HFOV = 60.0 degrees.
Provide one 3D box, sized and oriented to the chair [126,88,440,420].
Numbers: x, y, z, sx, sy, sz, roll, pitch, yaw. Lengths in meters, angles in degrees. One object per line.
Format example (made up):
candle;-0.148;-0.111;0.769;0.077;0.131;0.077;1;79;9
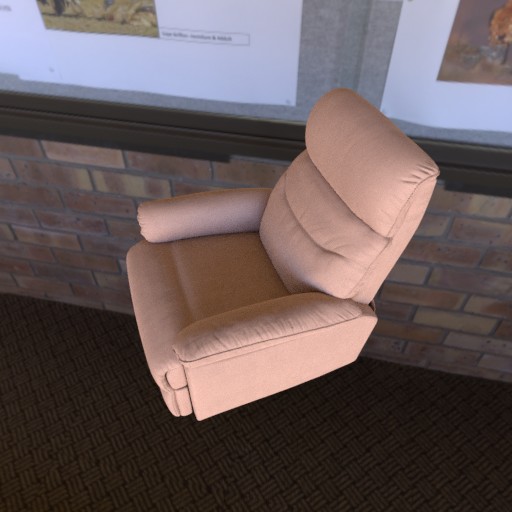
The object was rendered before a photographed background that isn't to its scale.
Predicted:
chair;0.000;0.000;1.742;1.004;1.037;0.820;-15;48;-14
